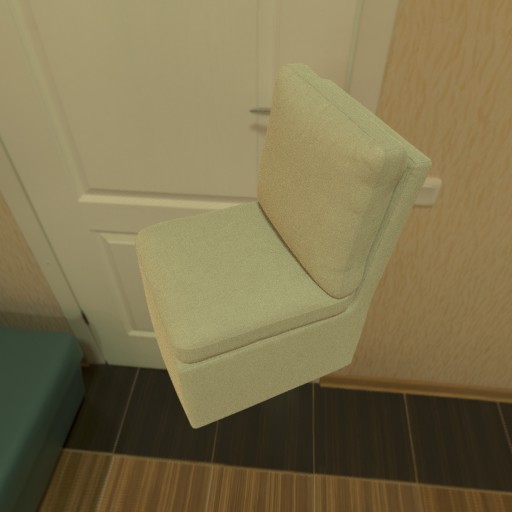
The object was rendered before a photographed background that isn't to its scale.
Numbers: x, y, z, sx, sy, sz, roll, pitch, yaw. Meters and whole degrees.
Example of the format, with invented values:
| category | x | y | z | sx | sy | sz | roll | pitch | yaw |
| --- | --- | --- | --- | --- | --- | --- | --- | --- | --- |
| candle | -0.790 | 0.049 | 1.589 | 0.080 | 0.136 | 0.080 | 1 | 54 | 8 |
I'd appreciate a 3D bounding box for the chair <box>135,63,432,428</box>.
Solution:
| category | x | y | z | sx | sy | sz | roll | pitch | yaw |
| --- | --- | --- | --- | --- | --- | --- | --- | --- | --- |
| chair | 0.000 | 0.000 | 1.352 | 0.698 | 0.927 | 0.503 | -18 | 48 | -16 |
